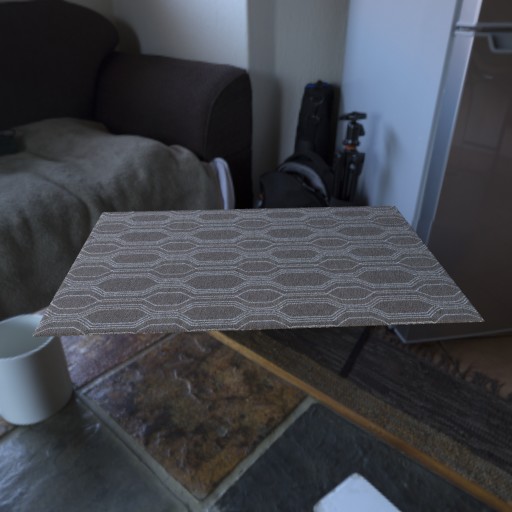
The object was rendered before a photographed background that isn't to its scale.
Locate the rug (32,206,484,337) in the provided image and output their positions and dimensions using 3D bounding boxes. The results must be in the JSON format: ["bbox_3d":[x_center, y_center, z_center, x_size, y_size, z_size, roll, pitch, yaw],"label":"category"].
[{"bbox_3d":[0.000,0.000,3.058,2.457,0.012,1.541,-2,31,-3],"label":"rug"}]
